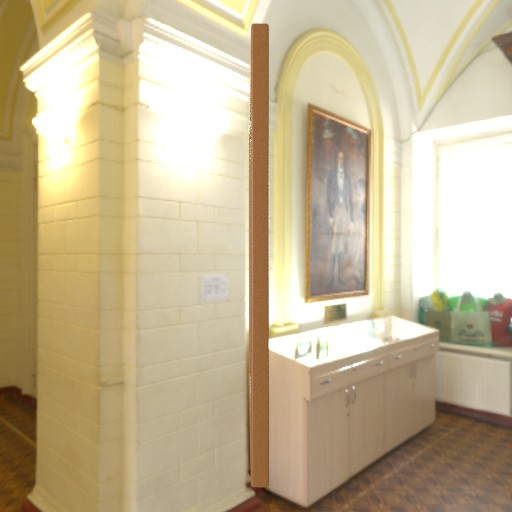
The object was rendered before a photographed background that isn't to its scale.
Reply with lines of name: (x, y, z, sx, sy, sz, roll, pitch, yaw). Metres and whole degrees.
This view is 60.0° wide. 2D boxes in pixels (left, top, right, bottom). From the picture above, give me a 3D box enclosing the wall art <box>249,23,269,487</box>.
wall art: (0.000, 0.000, 0.516, 0.015, 0.379, 0.310, 0, -1, -1)
